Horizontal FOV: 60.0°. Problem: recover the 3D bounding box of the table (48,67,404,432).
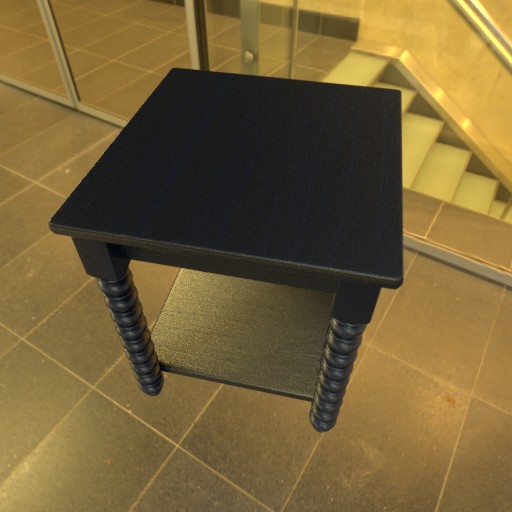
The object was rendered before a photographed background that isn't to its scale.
[{"bbox_3d":[0.000,0.000,0.979,0.500,0.567,0.533,9,47,9],"label":"table"}]
